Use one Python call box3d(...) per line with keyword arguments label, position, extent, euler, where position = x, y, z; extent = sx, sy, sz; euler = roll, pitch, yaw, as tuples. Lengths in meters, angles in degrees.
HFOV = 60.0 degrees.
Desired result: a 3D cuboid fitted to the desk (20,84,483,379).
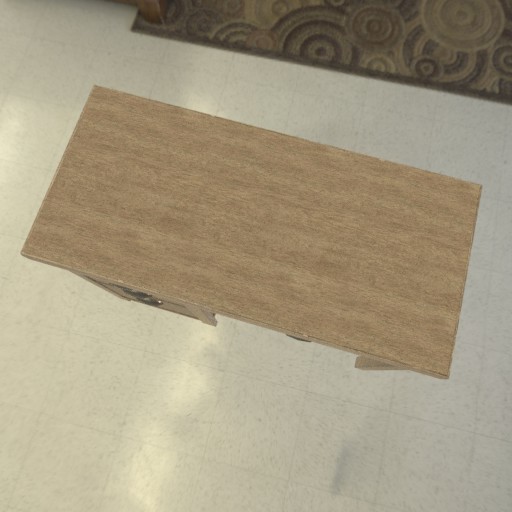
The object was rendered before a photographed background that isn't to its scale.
box3d(label="desk", position=(0.000, 0.000, 1.785), extent=(1.289, 0.912, 0.610), euler=(16, 76, 4))
